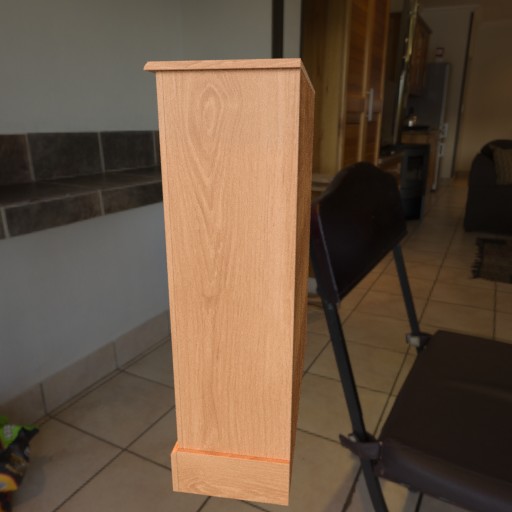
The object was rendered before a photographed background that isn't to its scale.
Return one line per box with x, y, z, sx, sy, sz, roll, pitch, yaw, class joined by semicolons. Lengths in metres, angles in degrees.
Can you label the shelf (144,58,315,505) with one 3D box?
0.000;0.000;1.333;0.291;0.980;0.840;3;17;9;shelf
